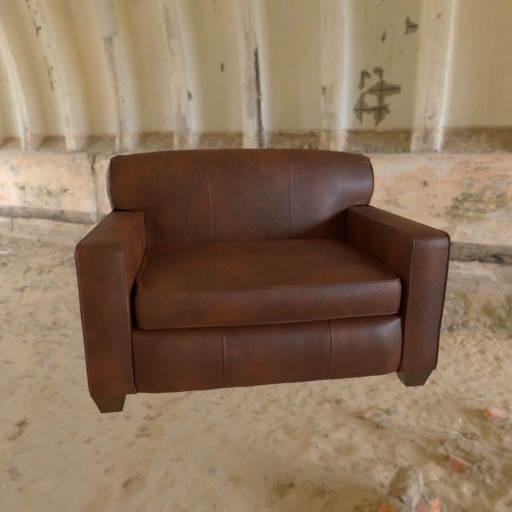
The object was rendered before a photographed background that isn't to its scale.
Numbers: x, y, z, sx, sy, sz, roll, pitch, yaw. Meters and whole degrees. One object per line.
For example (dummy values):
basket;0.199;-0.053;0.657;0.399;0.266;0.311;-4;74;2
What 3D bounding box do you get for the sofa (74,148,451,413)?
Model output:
sofa;0.000;0.000;2.050;1.413;0.956;1.000;-2;15;-8
